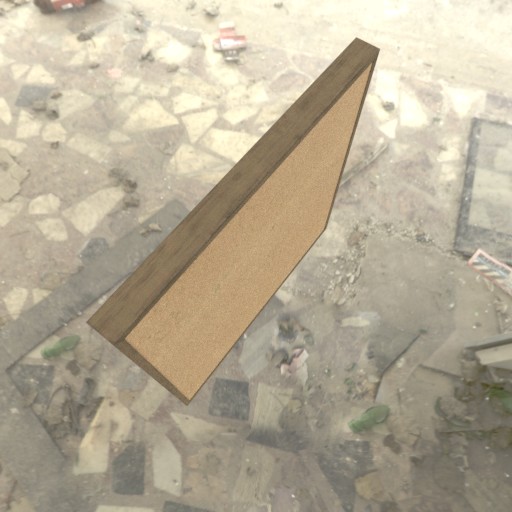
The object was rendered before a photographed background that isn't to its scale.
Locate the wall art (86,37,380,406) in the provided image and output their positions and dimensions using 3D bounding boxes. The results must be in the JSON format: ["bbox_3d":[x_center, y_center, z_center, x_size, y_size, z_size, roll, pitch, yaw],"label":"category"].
[{"bbox_3d":[0.000,0.000,0.749,0.038,0.508,0.508,34,70,15],"label":"wall art"}]
